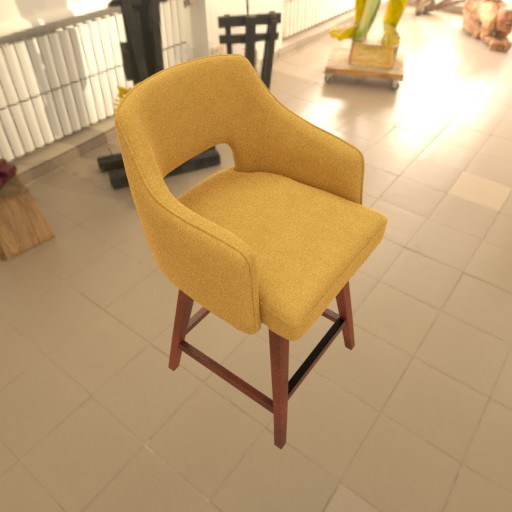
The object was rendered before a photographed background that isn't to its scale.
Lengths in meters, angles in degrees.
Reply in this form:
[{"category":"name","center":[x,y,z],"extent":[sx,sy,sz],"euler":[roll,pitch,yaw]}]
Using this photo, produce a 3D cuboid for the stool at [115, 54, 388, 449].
[{"category":"stool","center":[0.000,0.000,1.249],"extent":[0.558,0.924,0.548],"euler":[27,49,26]}]
